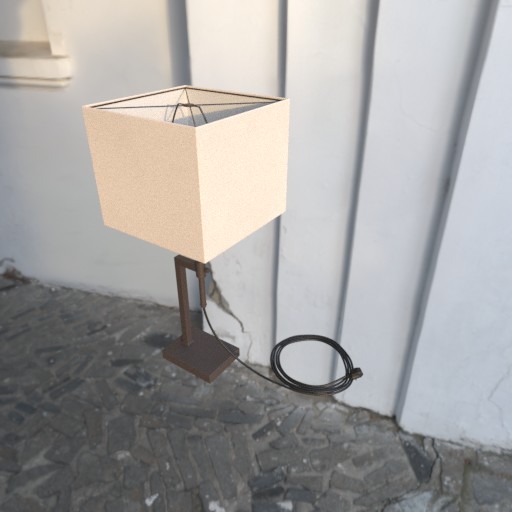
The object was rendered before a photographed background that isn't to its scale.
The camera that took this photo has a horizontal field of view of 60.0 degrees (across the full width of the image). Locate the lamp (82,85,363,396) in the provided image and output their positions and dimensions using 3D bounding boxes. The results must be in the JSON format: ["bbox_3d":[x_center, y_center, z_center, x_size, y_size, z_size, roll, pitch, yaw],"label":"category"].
[{"bbox_3d":[0.000,0.000,0.997,0.504,0.660,0.399,19,35,30],"label":"lamp"}]
